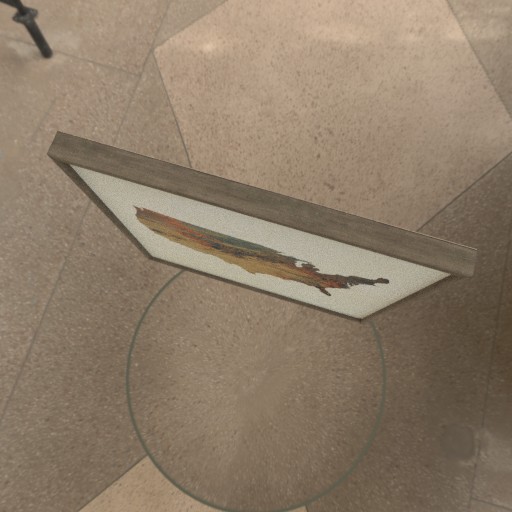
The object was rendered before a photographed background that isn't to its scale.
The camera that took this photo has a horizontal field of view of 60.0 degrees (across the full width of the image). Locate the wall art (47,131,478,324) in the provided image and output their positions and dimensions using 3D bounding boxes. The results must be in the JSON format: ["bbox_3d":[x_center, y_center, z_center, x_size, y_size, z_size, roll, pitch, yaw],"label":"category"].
[{"bbox_3d":[0.000,0.000,1.113,0.749,0.751,0.050,16,76,4],"label":"wall art"}]
